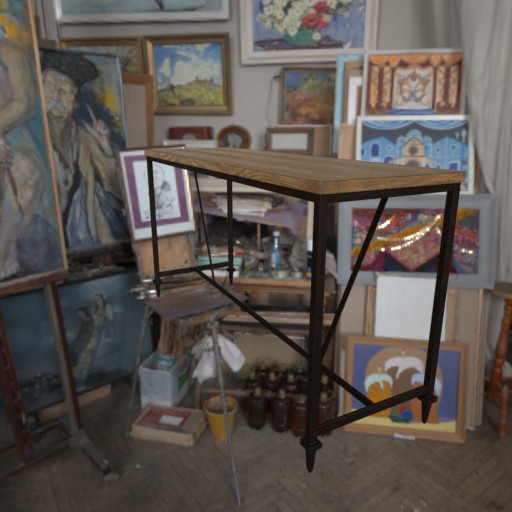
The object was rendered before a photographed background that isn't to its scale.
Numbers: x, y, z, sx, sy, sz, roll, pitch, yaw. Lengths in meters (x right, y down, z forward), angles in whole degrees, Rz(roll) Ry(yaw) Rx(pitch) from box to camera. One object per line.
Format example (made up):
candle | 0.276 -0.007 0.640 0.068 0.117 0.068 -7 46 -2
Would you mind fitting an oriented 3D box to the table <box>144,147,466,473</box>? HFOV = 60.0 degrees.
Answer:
table | 0.000 0.000 2.065 0.551 0.902 1.700 -9 19 -27
